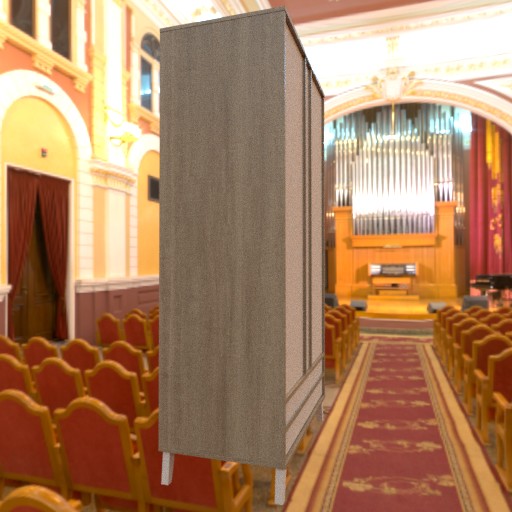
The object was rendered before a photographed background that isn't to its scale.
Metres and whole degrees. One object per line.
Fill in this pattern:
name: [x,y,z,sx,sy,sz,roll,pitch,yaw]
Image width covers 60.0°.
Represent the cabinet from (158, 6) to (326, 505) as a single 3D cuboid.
cabinet: [0.000,0.000,2.336,0.571,1.999,1.006,0,-1,18]
